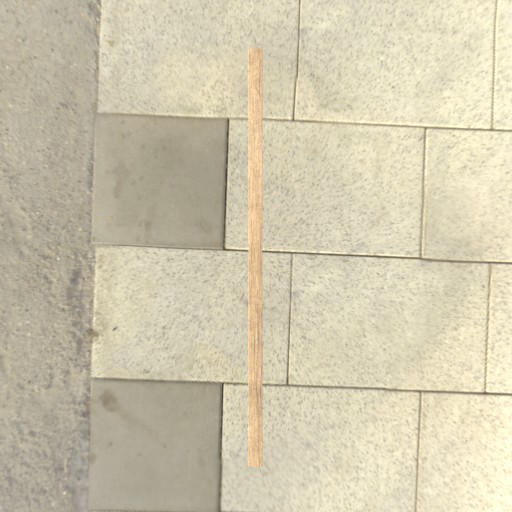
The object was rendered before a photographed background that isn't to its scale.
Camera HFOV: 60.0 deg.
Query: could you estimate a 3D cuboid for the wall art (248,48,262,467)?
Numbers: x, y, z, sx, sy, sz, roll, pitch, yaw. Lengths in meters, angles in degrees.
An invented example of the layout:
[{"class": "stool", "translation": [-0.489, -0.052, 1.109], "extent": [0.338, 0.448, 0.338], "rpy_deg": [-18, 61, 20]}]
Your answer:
[{"class": "wall art", "translation": [0.000, 0.000, 0.908], "extent": [0.018, 0.686, 0.534], "rpy_deg": [0, 91, 0]}]
